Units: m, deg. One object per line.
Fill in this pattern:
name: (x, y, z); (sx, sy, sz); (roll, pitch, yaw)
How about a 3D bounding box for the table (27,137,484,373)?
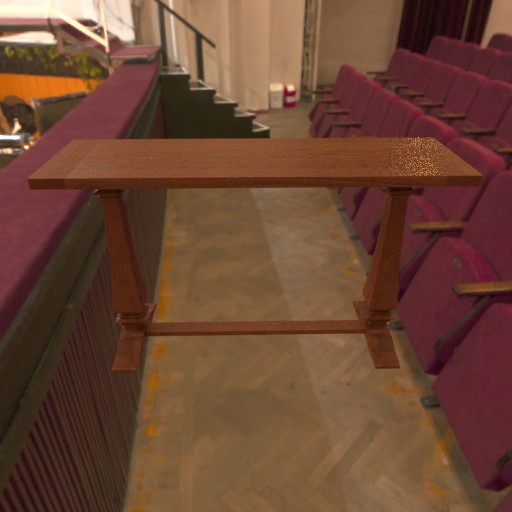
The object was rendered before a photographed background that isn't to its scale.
table: (0.000, 0.000, 1.839); (1.478, 0.852, 0.461); (-1, 30, -1)
